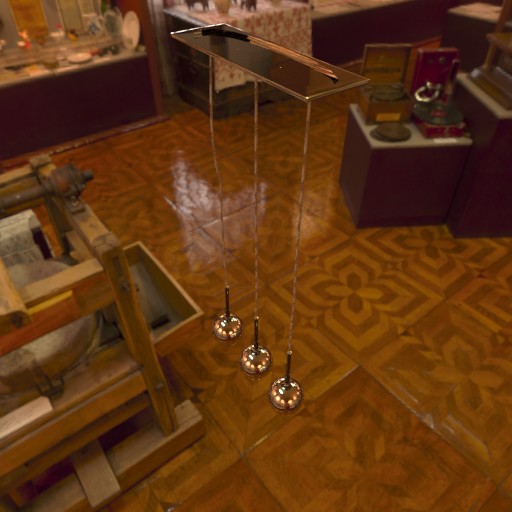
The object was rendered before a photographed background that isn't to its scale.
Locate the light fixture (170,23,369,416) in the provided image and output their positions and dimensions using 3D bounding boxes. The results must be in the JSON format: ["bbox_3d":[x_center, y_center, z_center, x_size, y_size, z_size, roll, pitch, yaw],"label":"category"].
[{"bbox_3d":[0.000,0.000,1.621,0.188,1.408,0.623,-25,47,-26],"label":"light fixture"}]
